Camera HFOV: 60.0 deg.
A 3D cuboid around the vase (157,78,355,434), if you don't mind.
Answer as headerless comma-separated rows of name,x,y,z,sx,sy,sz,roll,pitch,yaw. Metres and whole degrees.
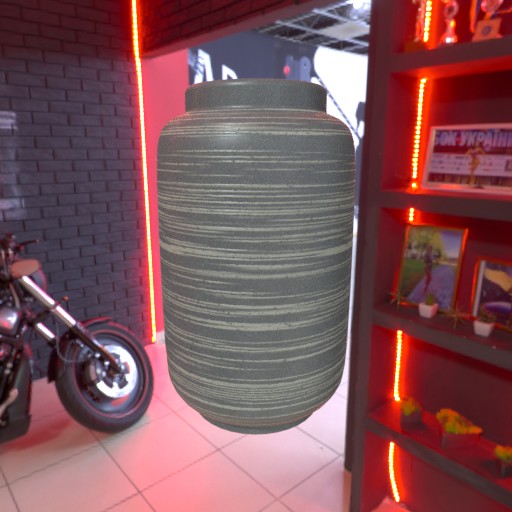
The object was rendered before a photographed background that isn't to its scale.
vase,0.000,0.000,0.701,0.297,0.499,0.297,0,13,0
